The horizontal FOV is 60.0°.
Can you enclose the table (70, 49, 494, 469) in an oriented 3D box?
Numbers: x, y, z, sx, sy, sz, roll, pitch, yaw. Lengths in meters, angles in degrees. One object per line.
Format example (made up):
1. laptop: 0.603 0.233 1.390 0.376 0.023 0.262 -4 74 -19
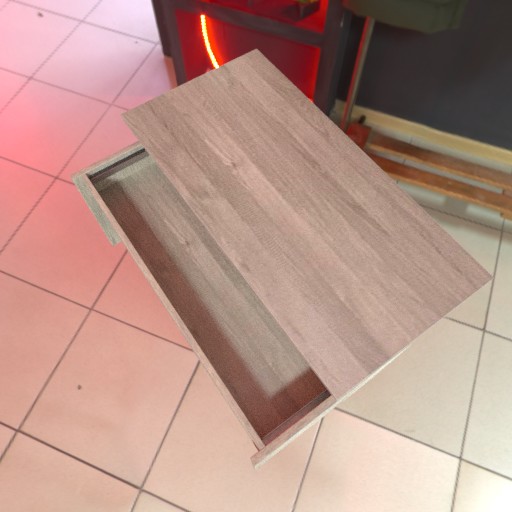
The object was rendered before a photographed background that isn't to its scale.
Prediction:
1. table: 0.000 0.000 1.422 0.712 0.570 1.000 -32 68 -15
